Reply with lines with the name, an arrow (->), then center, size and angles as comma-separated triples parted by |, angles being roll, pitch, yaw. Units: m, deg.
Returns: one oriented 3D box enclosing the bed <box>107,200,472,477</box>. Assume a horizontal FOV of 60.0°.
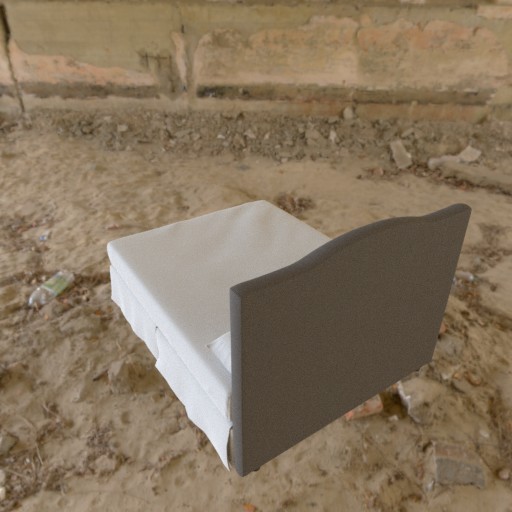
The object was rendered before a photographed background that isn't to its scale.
bed -> 0.000, 0.000, 3.459 | 1.821, 1.436, 2.282 | -19, 36, -29
